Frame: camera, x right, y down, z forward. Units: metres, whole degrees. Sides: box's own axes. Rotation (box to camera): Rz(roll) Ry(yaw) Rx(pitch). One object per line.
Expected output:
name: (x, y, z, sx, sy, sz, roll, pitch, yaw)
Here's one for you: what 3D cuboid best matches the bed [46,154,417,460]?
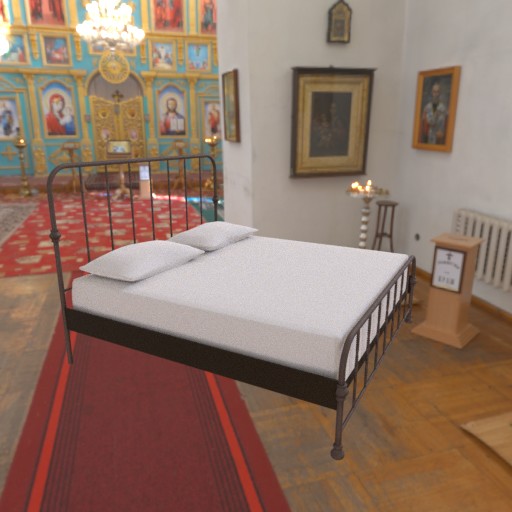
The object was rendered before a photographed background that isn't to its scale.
bed: (0.000, 0.000, 3.453, 2.134, 1.446, 2.044, 8, 17, 28)
